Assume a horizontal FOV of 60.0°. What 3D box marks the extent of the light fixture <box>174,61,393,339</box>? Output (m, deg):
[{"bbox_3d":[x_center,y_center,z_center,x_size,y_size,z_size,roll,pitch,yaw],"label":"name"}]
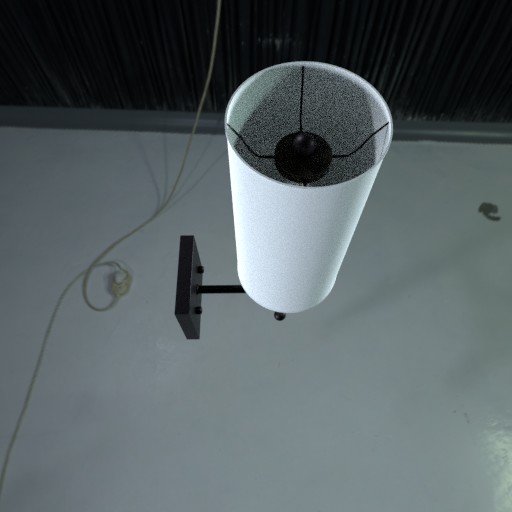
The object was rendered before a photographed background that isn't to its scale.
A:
[{"bbox_3d":[0.000,0.000,0.544,0.208,0.462,0.128,-1,63,0],"label":"light fixture"}]
